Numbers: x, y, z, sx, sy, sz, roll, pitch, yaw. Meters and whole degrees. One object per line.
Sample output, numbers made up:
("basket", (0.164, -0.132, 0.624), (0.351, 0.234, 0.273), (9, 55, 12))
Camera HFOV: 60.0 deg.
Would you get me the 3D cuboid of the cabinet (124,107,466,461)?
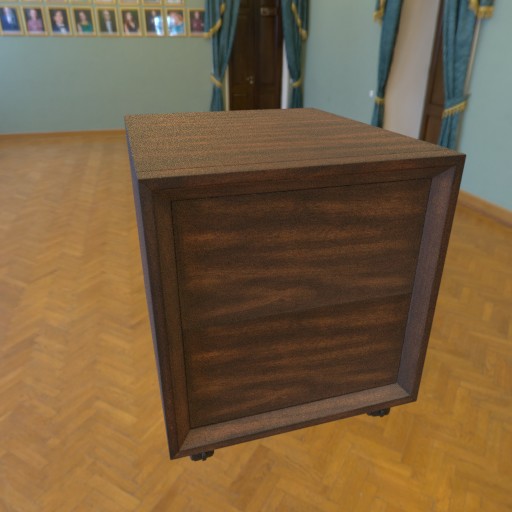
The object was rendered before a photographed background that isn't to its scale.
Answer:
("cabinet", (0.000, 0.000, 0.817), (0.402, 0.455, 0.500), (-7, 26, -15))
